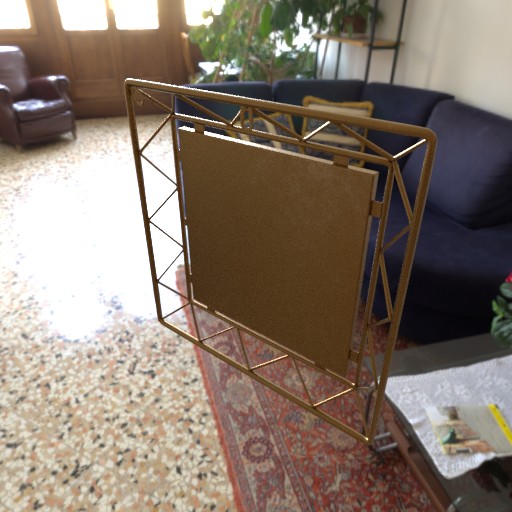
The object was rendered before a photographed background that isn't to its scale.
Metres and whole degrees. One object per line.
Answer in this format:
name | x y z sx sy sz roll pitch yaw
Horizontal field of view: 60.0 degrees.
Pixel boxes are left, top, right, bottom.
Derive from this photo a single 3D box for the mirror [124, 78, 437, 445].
mirror | 0.000 0.000 0.595 0.416 0.414 0.046 22 37 32
